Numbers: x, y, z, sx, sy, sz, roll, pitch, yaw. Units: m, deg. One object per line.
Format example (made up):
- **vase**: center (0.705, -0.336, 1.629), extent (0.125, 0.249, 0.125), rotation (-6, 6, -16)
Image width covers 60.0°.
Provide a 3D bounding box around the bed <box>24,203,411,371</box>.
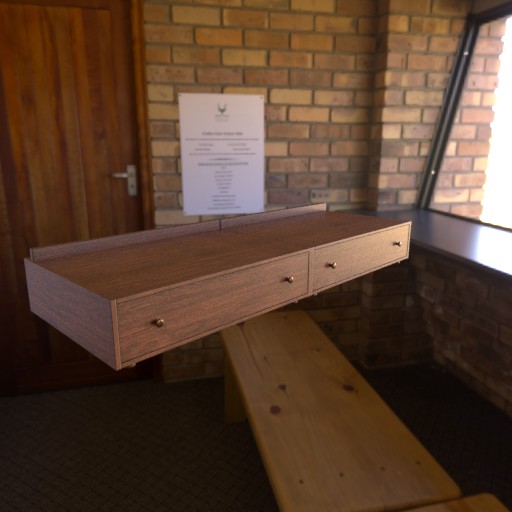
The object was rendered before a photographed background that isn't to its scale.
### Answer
- **bed**: center (0.000, 0.000, 2.383), extent (0.787, 0.326, 2.057), rotation (14, 20, 43)
